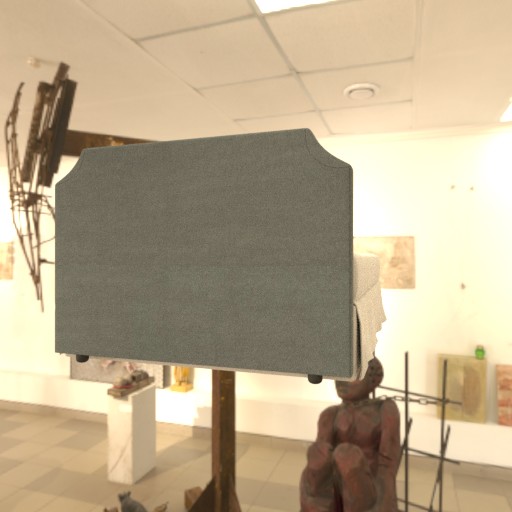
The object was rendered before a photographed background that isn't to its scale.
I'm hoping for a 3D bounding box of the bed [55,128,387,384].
[{"bbox_3d":[0.000,0.000,3.625,1.977,1.306,2.464,0,0,18],"label":"bed"}]
